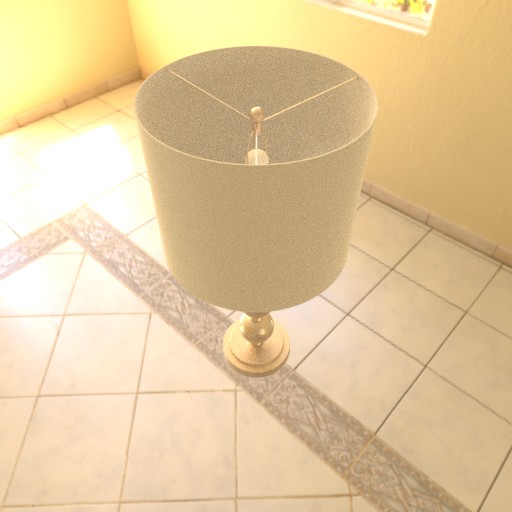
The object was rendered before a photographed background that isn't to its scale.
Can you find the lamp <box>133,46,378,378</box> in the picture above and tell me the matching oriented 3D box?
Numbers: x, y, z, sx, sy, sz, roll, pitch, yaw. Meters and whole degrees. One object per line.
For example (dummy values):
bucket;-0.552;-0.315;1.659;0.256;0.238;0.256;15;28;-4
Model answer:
lamp;0.000;0.000;0.701;0.277;0.538;0.277;26;52;22
